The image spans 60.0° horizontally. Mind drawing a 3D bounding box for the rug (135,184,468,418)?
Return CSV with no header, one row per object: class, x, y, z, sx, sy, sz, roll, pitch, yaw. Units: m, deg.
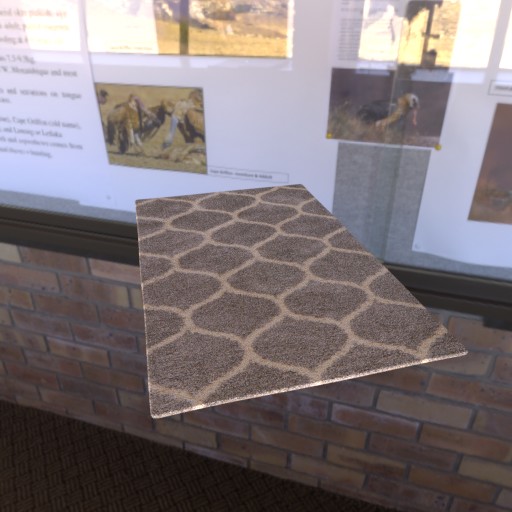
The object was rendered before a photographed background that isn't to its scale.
rug,0.000,0.000,2.943,1.501,0.025,2.348,-8,31,-13
